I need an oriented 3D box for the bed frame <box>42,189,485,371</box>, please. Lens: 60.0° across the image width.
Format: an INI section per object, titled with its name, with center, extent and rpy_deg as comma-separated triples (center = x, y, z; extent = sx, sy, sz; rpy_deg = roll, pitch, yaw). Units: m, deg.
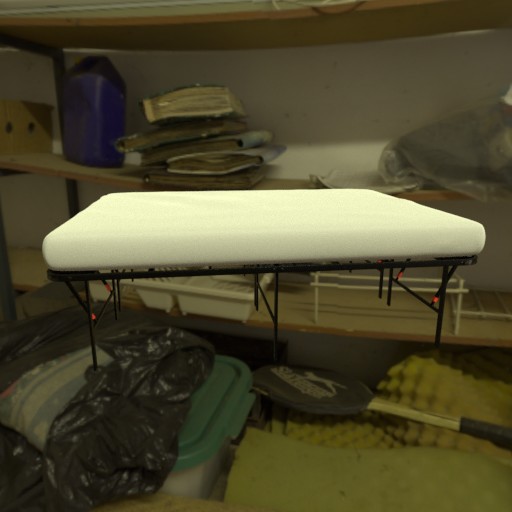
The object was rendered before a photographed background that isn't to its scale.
[bed frame]
center = 0.000, 0.000, 2.553
extent = 1.905, 0.637, 1.372
rpy_deg = -2, 15, -7
